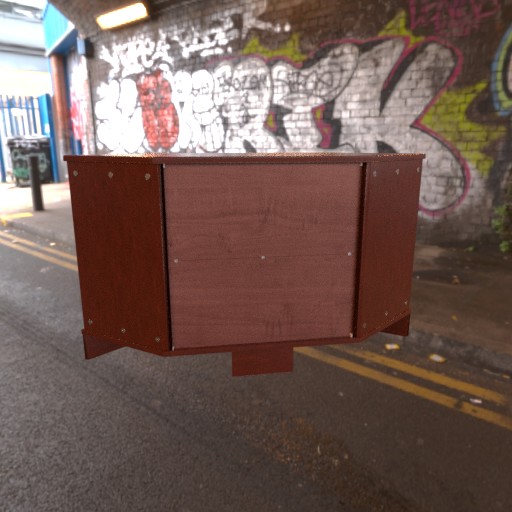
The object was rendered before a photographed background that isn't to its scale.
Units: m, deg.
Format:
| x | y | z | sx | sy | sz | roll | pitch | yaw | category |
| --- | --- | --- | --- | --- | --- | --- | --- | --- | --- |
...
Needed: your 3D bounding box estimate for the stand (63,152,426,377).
| x | y | z | sx | sy | sz | roll | pitch | yaw | category |
| --- | --- | --- | --- | --- | --- | --- | --- | --- | --- |
| 0.000 | 0.000 | 1.372 | 1.072 | 0.614 | 0.381 | -2 | 15 | -9 | stand |
